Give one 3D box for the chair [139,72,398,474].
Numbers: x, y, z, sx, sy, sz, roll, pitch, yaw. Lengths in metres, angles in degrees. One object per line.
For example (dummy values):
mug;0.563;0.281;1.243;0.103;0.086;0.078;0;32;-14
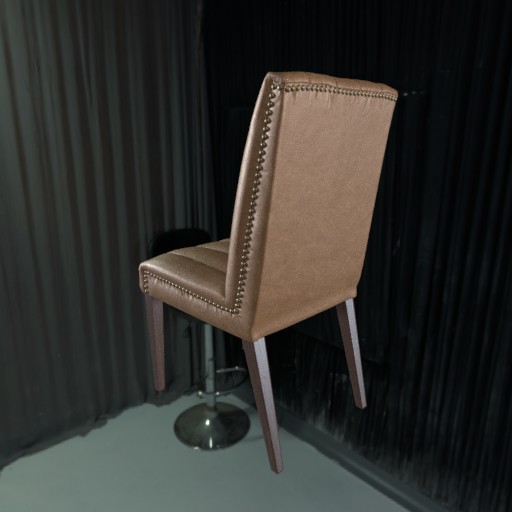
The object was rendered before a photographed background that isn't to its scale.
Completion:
chair;0.000;0.000;1.410;0.511;1.016;0.647;-15;21;-43
